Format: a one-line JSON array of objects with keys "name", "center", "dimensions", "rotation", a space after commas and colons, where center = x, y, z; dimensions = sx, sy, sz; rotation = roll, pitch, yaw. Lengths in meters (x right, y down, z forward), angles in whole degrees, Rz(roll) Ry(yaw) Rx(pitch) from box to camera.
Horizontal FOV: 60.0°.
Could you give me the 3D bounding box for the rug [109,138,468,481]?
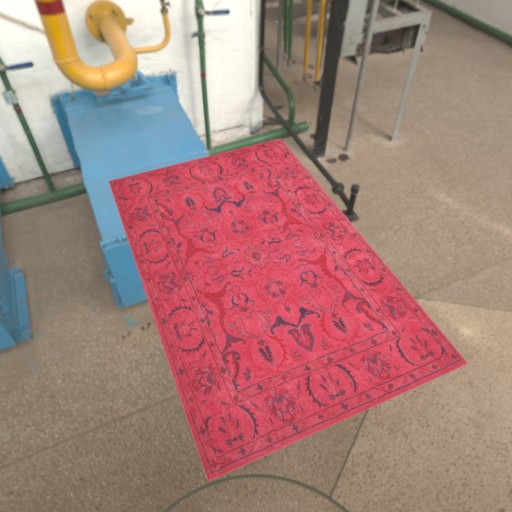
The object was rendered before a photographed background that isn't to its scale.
[{"name": "rug", "center": [0.000, 0.000, 3.016], "dimensions": [1.534, 0.010, 2.423], "rotation": [-18, 50, -15]}]
